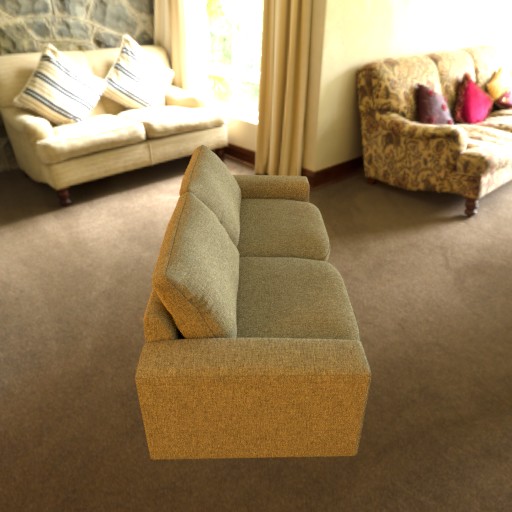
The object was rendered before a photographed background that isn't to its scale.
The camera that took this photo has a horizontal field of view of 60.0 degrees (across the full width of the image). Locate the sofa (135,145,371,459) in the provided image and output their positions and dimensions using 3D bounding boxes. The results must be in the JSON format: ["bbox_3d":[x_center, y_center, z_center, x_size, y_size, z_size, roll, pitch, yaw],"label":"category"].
[{"bbox_3d":[0.000,0.000,2.852,1.040,0.922,2.299,-1,31,-1],"label":"sofa"}]
